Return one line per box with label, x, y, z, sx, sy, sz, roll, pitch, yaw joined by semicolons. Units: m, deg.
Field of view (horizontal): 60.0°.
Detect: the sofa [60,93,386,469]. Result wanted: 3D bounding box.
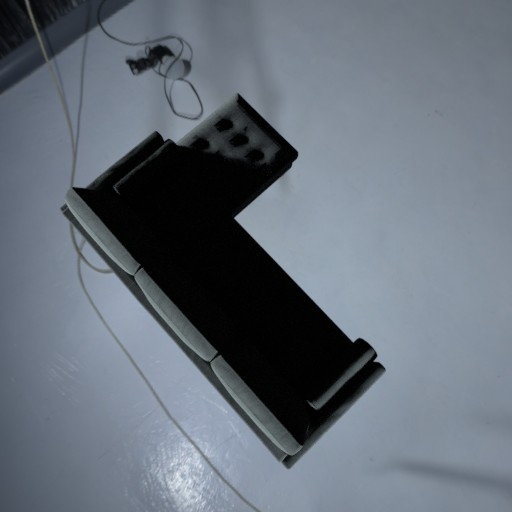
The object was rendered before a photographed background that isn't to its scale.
sofa;0.000;0.000;2.989;1.506;0.876;2.178;-42;81;-9
